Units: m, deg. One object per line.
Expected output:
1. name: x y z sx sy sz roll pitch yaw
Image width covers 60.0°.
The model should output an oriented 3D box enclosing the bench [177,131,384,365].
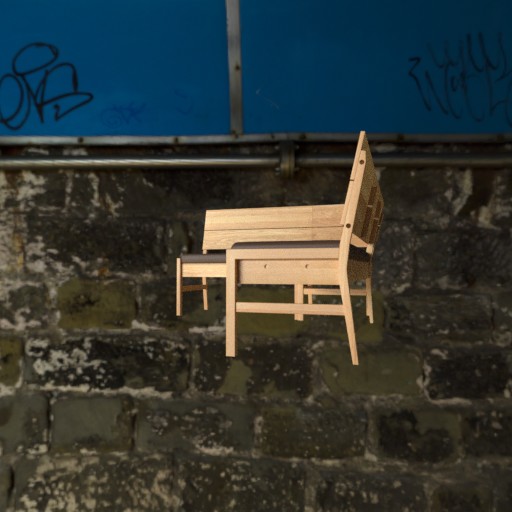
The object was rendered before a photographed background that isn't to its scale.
1. bench: 0.000 0.000 2.840 1.549 0.890 1.975 -1 -2 17
